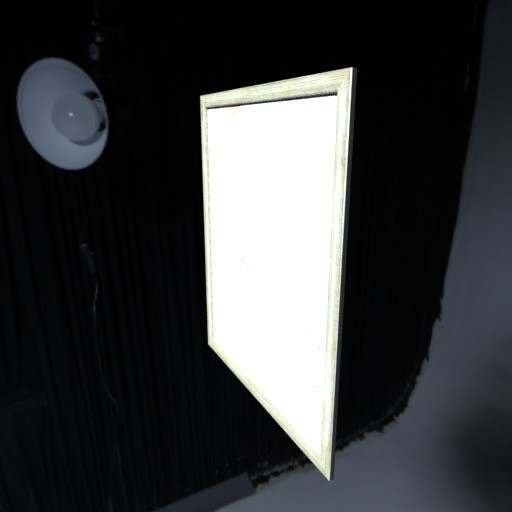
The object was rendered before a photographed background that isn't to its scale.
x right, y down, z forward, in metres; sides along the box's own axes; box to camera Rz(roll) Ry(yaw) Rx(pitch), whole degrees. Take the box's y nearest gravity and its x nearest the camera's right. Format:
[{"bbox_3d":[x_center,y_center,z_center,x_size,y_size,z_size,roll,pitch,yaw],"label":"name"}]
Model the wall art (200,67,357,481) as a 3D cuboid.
[{"bbox_3d":[0.000,0.000,0.777,0.009,0.559,0.483,-8,18,-26],"label":"wall art"}]
